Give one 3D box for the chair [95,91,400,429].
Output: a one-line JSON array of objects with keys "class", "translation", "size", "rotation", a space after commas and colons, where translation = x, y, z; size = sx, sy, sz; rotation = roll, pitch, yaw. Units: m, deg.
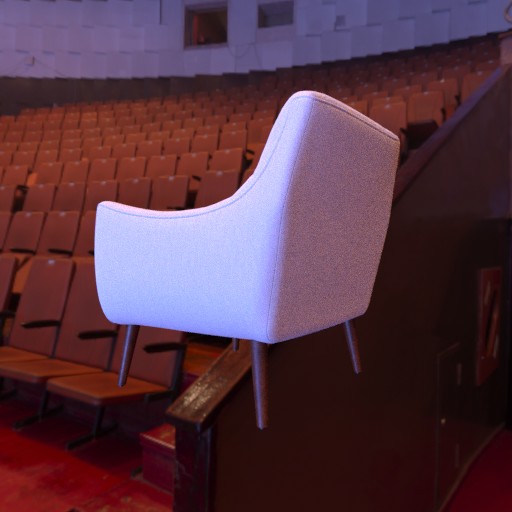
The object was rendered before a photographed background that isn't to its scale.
[{"class": "chair", "translation": [0.000, 0.000, 1.470], "size": [0.787, 0.838, 0.762], "rotation": [1, 2, 36]}]
